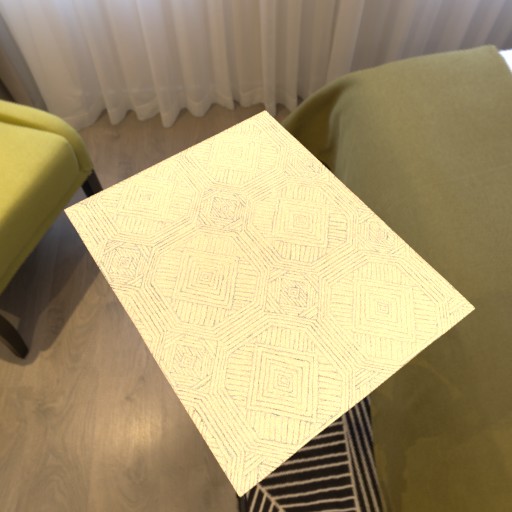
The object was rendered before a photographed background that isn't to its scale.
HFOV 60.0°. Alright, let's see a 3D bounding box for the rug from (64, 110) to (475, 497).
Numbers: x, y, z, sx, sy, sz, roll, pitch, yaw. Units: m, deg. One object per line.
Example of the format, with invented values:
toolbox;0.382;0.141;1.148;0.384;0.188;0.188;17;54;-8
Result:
rug;0.000;0.000;4.076;2.457;0.015;3.049;-31;64;-18
